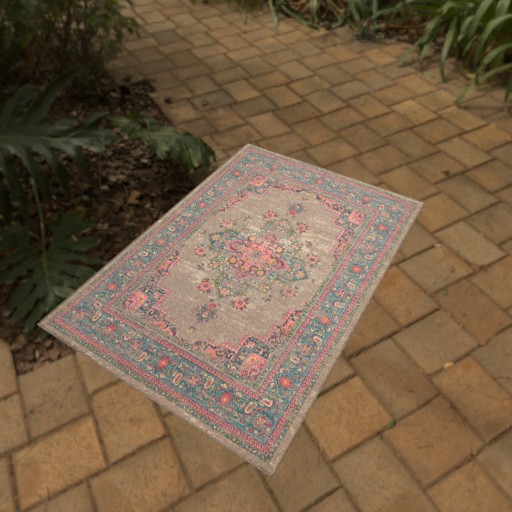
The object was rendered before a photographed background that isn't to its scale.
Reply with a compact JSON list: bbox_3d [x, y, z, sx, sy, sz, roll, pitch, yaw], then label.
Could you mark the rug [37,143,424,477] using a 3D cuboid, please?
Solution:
[{"bbox_3d":[0.000,0.000,3.747,2.005,0.013,2.890,24,51,21],"label":"rug"}]
